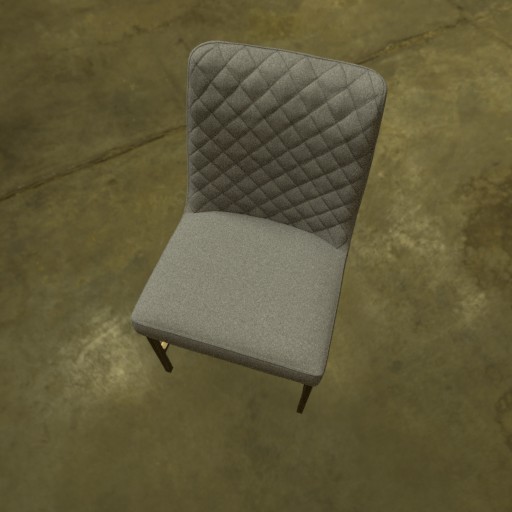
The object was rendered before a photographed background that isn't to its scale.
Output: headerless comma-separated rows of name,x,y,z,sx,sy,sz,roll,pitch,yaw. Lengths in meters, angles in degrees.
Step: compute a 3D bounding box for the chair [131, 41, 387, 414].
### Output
chair,0.000,0.000,1.232,0.508,0.889,0.587,15,60,9
